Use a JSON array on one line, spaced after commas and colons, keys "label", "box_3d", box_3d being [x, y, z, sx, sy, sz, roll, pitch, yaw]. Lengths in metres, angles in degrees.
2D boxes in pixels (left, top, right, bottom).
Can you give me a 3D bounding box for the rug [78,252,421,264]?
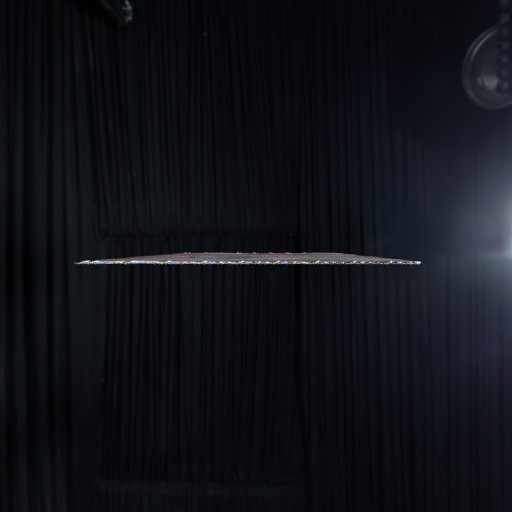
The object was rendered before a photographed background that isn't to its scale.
[{"label": "rug", "box_3d": [0.000, 0.000, 2.262, 1.084, 0.013, 1.849, 0, 1, 1]}]
